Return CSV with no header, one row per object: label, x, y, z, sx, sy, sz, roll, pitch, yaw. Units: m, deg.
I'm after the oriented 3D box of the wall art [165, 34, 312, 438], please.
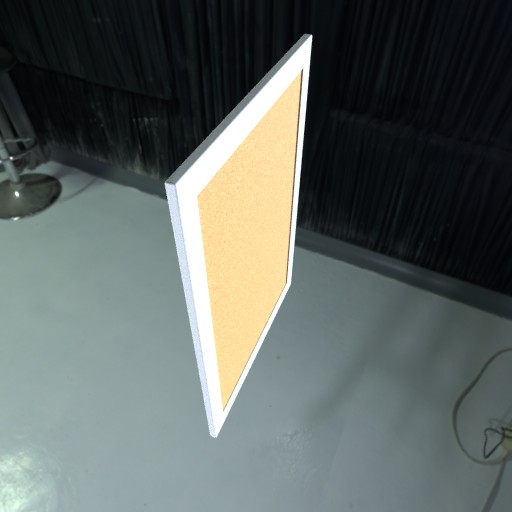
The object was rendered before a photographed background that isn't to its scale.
wall art,0.000,0.000,0.684,0.012,0.529,0.374,17,48,16
